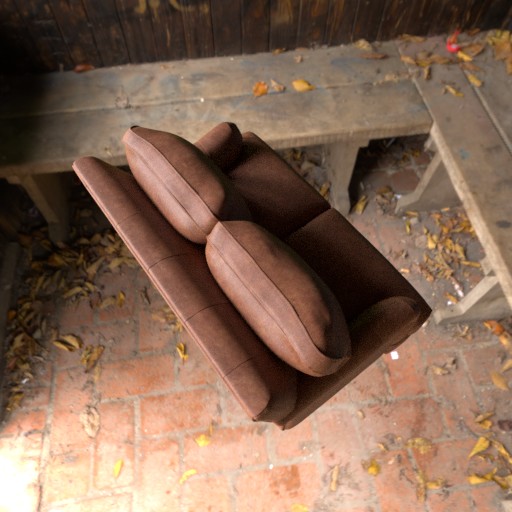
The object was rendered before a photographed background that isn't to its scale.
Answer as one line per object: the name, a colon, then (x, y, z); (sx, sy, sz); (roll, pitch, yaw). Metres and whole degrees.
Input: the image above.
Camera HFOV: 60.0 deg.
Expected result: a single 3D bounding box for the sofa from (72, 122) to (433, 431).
sofa: (0.000, 0.000, 2.261); (1.077, 1.004, 1.527); (-33, 65, -18)
